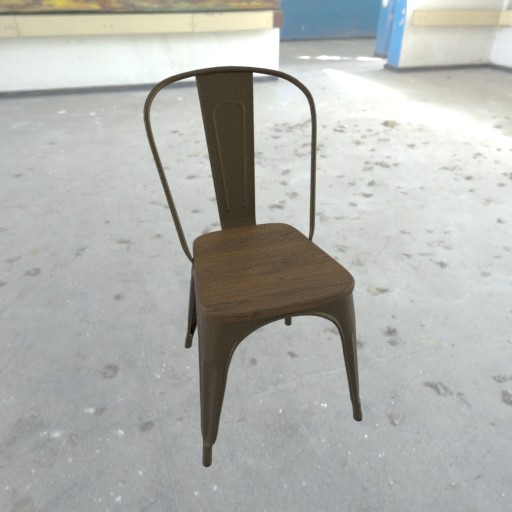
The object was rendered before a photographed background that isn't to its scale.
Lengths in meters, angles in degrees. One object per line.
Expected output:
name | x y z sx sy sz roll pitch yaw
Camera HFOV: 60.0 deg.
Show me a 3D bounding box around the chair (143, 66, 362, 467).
chair | 0.000 0.000 1.154 0.451 0.844 0.532 -10 33 -16
